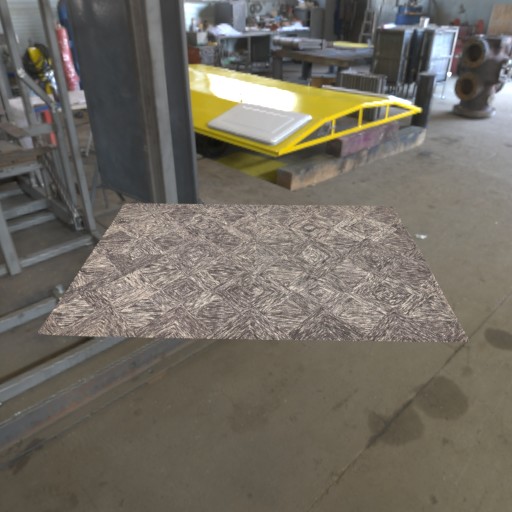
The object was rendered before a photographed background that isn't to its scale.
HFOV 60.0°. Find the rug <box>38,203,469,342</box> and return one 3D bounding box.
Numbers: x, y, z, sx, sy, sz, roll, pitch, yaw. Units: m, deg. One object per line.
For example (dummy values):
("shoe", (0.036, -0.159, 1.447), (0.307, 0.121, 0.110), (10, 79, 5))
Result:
("rug", (0.000, 0.000, 5.432), (4.093, 0.020, 2.997), (1, 31, 1))
